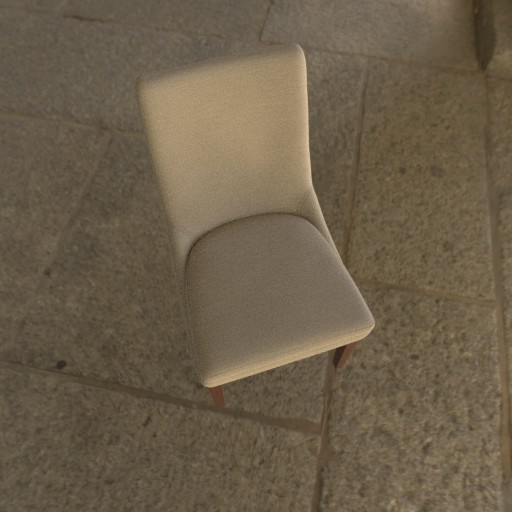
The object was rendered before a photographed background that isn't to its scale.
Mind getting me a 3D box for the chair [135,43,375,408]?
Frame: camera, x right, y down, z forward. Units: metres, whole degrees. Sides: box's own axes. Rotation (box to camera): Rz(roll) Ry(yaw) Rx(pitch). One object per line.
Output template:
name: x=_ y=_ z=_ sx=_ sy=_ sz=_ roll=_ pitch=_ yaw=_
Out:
chair: x=0.000 y=0.000 z=1.322 sx=0.515 sy=0.940 sz=0.638 roll=-16 pitch=64 yaw=-8
